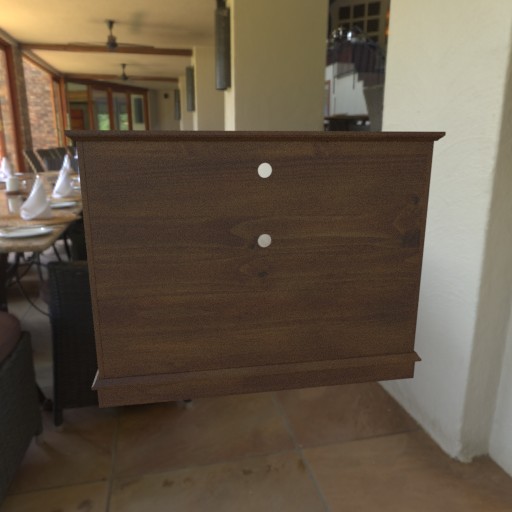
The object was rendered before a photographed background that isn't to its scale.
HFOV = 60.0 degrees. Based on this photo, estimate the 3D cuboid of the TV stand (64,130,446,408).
[{"bbox_3d":[0.000,0.000,1.514,1.067,0.813,0.406,-2,15,-10],"label":"TV stand"}]
